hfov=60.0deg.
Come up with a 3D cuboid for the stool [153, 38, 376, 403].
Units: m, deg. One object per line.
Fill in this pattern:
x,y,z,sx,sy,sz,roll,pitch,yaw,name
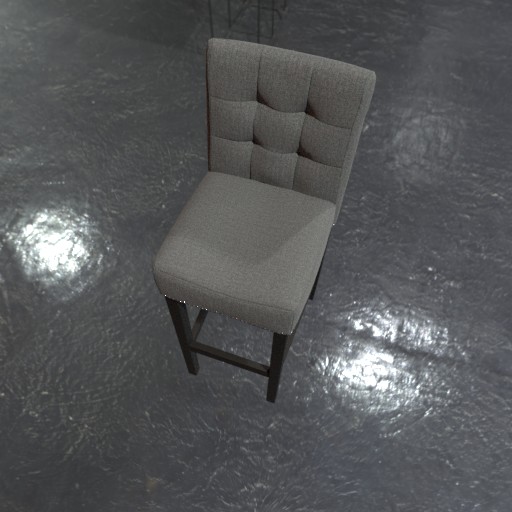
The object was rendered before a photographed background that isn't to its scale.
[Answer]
0.000,0.000,1.343,0.411,1.047,0.548,17,60,10,stool
